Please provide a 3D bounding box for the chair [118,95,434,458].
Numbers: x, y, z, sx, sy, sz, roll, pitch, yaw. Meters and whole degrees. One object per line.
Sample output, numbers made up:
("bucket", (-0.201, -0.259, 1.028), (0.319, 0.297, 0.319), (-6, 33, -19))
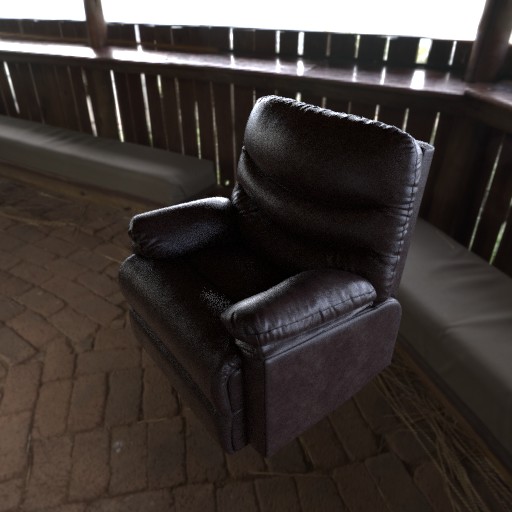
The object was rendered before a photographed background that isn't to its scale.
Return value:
("chair", (0.000, 0.000, 1.719), (0.879, 1.041, 0.940), (-21, 37, -31))
